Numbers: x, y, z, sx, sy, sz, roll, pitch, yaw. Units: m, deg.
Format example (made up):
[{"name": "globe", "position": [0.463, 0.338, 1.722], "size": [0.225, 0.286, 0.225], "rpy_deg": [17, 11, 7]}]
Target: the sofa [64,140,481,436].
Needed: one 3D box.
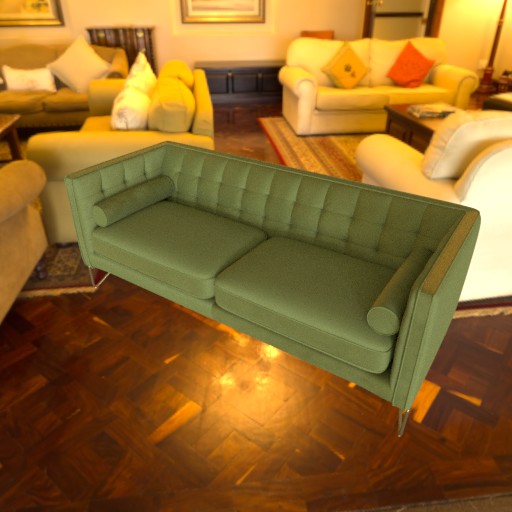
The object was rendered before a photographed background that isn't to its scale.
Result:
[{"name": "sofa", "position": [0.000, 0.000, 2.494], "size": [2.087, 0.789, 0.867], "rpy_deg": [19, 36, 29]}]
